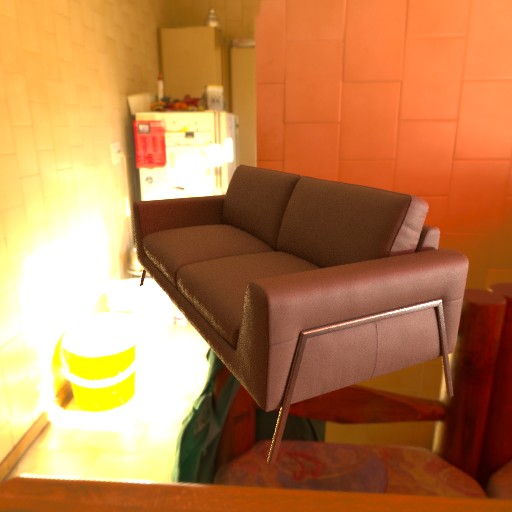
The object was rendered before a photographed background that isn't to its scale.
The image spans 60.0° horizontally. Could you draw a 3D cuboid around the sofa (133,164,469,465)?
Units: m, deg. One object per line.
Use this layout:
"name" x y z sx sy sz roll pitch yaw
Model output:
"sofa" 0.000 0.000 2.490 0.953 0.875 2.017 -8 18 -26
